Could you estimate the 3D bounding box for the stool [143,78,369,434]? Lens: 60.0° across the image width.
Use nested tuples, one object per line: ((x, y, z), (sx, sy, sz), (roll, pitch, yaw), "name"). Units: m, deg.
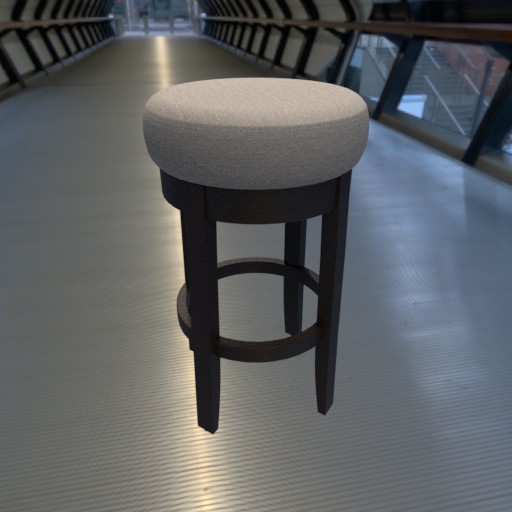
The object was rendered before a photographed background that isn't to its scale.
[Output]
((0.000, 0.000, 1.038), (0.443, 0.757, 0.443), (0, 29, 0), "stool")
